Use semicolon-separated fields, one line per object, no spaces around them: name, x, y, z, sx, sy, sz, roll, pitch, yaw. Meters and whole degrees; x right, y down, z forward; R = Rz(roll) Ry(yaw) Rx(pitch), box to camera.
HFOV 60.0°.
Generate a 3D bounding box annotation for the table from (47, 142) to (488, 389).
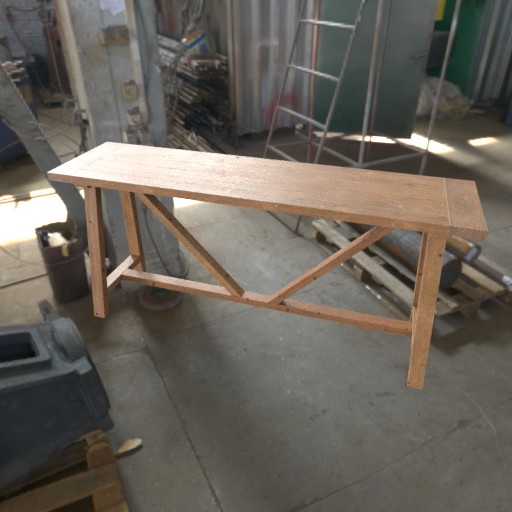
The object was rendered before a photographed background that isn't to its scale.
table;0.000;0.000;2.136;1.800;0.810;0.465;9;33;15
